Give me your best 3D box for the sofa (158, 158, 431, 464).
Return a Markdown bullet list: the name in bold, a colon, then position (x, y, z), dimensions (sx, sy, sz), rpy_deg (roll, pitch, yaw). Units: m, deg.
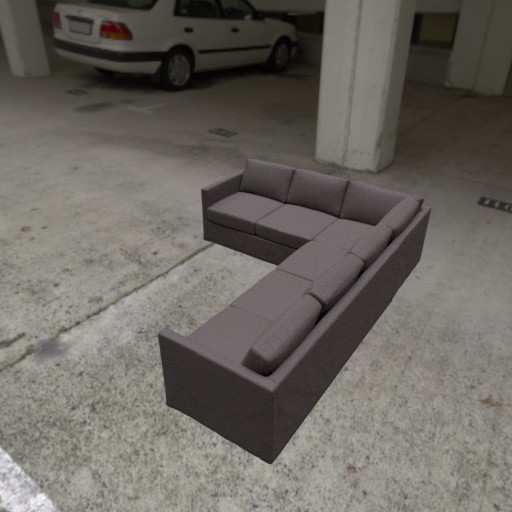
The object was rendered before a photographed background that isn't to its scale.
- **sofa**: position (0.000, 0.000, 4.349), dimensions (2.432, 0.871, 3.182), rpy_deg (19, 35, 30)
